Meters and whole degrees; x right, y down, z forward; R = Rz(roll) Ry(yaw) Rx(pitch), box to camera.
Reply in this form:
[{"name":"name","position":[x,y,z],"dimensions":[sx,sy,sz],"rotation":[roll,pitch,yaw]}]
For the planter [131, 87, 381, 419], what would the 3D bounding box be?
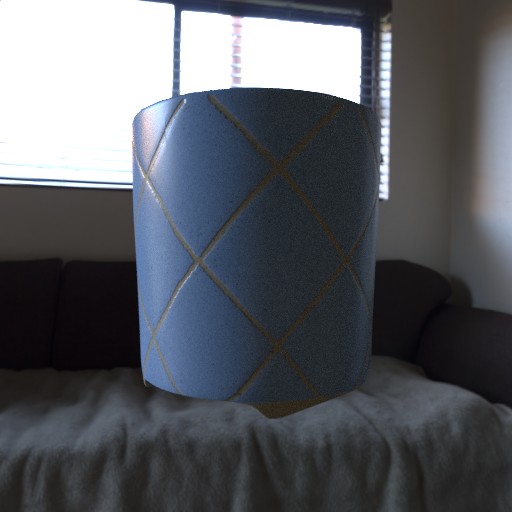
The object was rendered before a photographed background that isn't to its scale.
[{"name":"planter","position":[0.000,0.000,0.418],"dimensions":[0.227,0.235,0.227],"rotation":[0,0,0]}]
